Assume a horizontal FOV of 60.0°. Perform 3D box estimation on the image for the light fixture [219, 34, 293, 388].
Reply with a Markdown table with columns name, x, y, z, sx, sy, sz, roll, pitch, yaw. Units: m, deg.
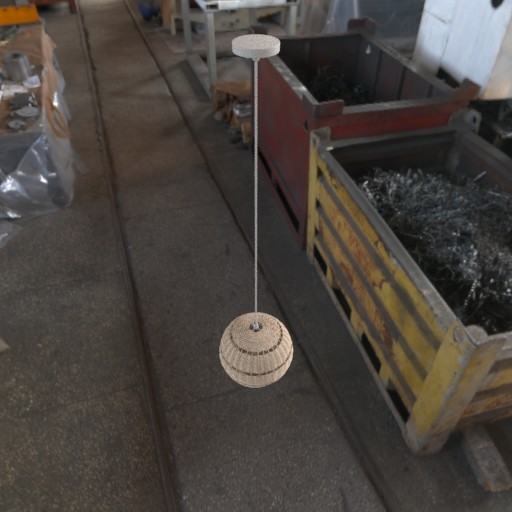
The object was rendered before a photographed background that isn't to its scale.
| name | x | y | z | sx | sy | sz | roll | pitch | yaw |
| --- | --- | --- | --- | --- | --- | --- | --- | --- | --- |
| light fixture | 0.000 | 0.000 | 2.223 | 0.457 | 2.019 | 0.457 | 27 | 49 | 27 |
